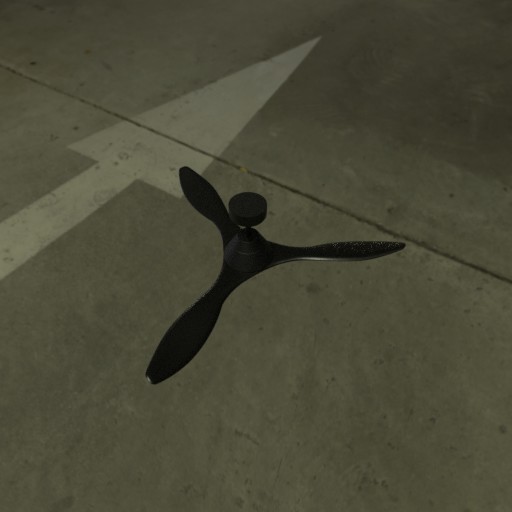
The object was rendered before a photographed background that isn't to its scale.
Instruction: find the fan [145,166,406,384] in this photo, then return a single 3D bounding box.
[{"bbox_3d":[0.000,0.000,1.616,1.067,0.305,1.067,12,48,11],"label":"fan"}]
